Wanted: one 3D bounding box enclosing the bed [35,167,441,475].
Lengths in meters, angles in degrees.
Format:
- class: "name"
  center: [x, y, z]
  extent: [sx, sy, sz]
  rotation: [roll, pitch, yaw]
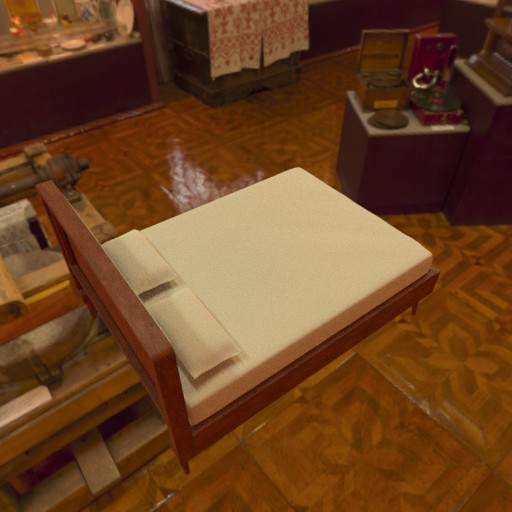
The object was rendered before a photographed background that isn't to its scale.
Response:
- class: "bed"
  center: [0.000, 0.000, 3.129]
  extent: [2.196, 1.275, 1.587]
  rotation: [-27, 49, -26]
